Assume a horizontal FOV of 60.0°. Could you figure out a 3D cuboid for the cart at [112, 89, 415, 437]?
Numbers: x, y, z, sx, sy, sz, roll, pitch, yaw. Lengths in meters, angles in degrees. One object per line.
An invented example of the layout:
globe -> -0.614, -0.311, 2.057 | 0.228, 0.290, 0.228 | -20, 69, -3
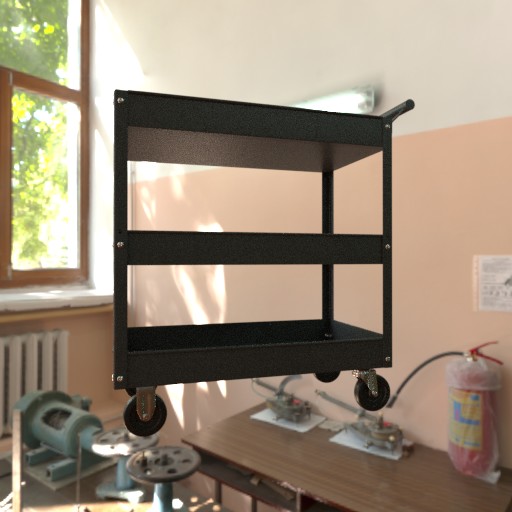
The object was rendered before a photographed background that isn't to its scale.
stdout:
cart -> 0.000, 0.000, 1.176 | 0.719, 0.780, 0.366 | 0, 0, -17
